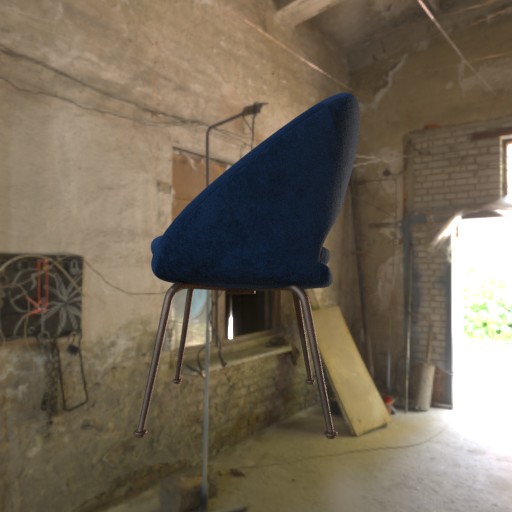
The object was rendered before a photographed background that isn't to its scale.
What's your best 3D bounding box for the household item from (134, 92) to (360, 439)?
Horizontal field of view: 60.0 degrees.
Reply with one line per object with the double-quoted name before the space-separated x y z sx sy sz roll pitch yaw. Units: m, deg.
"household item" 0.000 0.000 1.271 0.573 0.852 0.623 0 0 1
